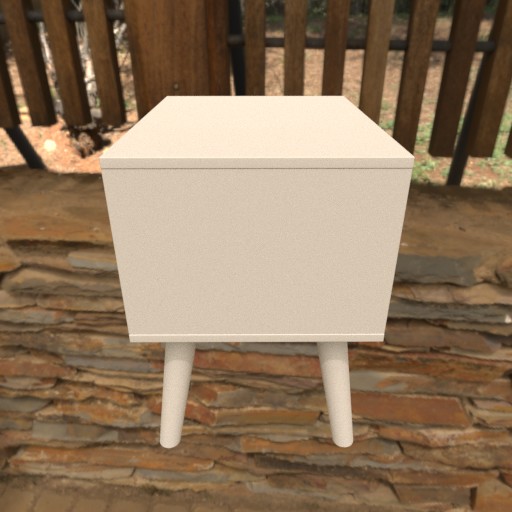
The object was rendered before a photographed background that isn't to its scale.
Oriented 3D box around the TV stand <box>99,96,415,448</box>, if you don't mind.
[{"bbox_3d":[0.000,0.000,0.923,0.405,0.559,0.508,0,28,0],"label":"TV stand"}]
